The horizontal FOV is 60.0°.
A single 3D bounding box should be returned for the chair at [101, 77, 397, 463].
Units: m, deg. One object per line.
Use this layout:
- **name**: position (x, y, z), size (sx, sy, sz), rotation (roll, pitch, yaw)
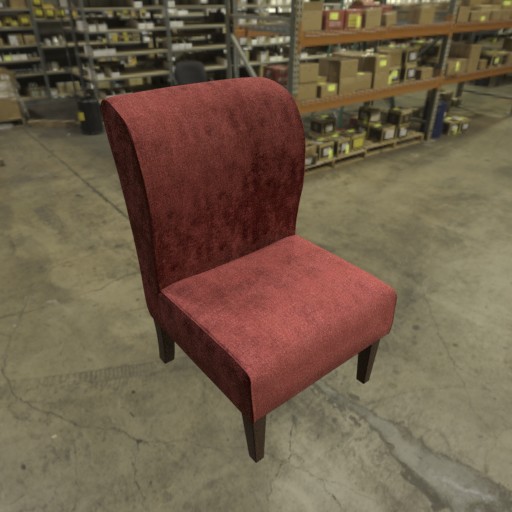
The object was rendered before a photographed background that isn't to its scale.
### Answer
- **chair**: position (0.000, 0.000, 1.262), size (0.538, 0.846, 0.640), rotation (-22, 38, -32)
